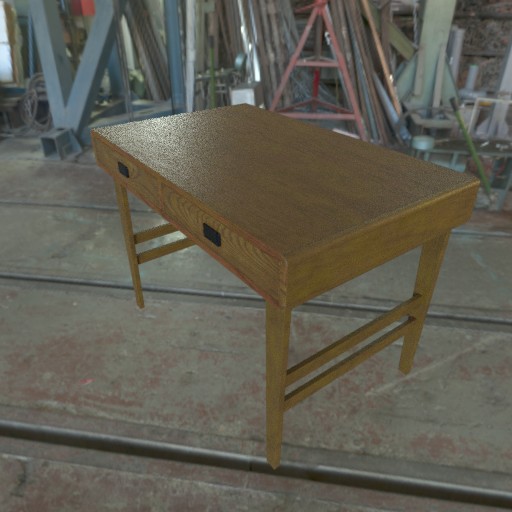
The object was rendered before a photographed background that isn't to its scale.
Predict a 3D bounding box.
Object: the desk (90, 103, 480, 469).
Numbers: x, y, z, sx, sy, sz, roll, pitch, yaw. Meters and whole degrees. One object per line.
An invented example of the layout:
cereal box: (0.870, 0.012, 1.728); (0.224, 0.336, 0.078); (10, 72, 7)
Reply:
desk: (0.000, 0.000, 1.540); (0.660, 0.754, 1.066); (-21, 38, -31)
